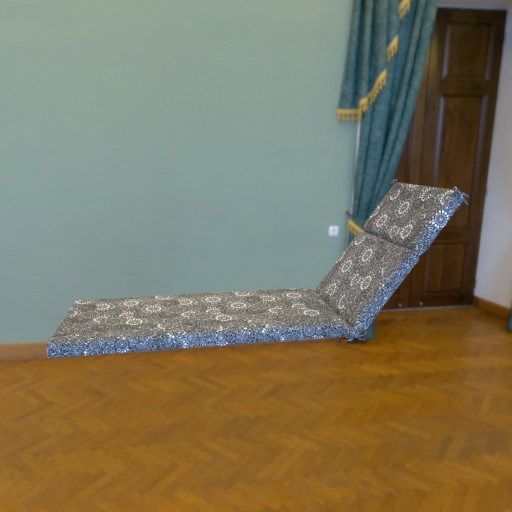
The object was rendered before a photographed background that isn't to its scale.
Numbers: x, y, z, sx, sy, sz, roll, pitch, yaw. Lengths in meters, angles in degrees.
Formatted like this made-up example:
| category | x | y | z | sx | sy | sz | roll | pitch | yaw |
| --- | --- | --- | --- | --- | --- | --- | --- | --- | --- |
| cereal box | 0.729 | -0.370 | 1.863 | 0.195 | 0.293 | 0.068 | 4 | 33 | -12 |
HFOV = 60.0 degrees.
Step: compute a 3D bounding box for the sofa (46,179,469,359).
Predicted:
| category | x | y | z | sx | sy | sz | roll | pitch | yaw |
| --- | --- | --- | --- | --- | --- | --- | --- | --- | --- |
| sofa | 0.000 | 0.000 | 1.948 | 1.663 | 0.622 | 0.582 | -2 | 13 | -10 |
